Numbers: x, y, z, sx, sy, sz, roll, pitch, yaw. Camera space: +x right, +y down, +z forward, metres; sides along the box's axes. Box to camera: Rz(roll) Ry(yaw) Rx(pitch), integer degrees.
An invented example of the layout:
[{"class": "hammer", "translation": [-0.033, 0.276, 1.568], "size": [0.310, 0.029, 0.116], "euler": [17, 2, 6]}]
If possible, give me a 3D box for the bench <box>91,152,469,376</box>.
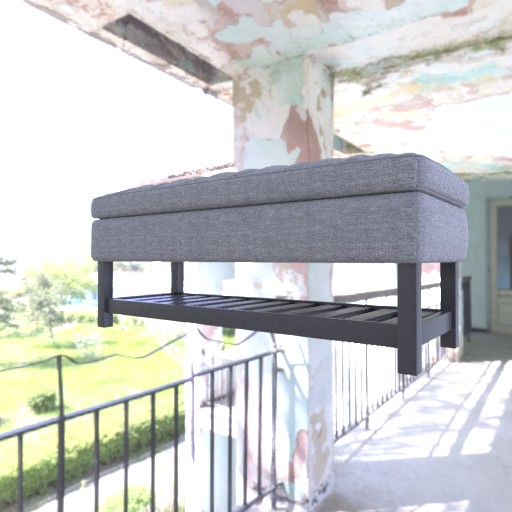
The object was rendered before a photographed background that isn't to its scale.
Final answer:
[{"class": "bench", "translation": [0.000, 0.000, 1.315], "size": [1.100, 0.470, 0.429], "euler": [0, 0, 36]}]
